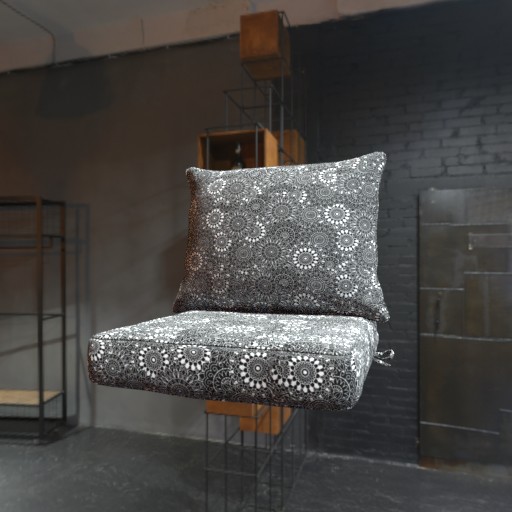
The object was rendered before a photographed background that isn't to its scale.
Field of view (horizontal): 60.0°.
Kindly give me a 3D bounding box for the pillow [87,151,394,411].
[{"bbox_3d":[0.000,0.000,1.368,0.798,0.722,0.740,0,-1,19],"label":"pillow"}]
